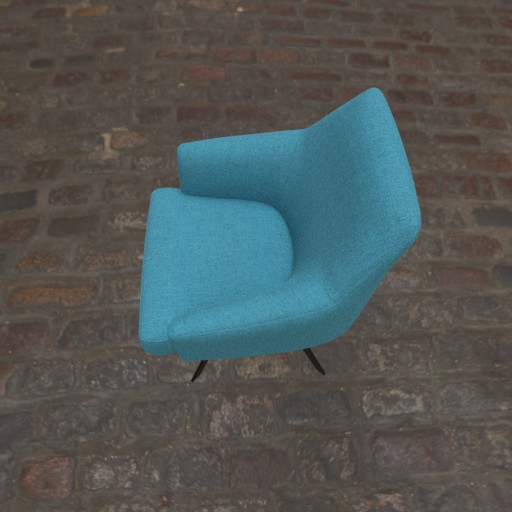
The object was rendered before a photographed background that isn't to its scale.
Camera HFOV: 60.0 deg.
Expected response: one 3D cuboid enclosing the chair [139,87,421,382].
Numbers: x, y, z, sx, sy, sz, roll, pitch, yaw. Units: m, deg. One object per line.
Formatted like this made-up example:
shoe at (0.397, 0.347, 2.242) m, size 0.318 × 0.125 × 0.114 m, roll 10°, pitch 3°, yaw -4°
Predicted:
chair at (0.000, 0.000, 1.336) m, size 0.677 × 0.874 × 0.642 m, roll -3°, pitch 59°, yaw -2°
